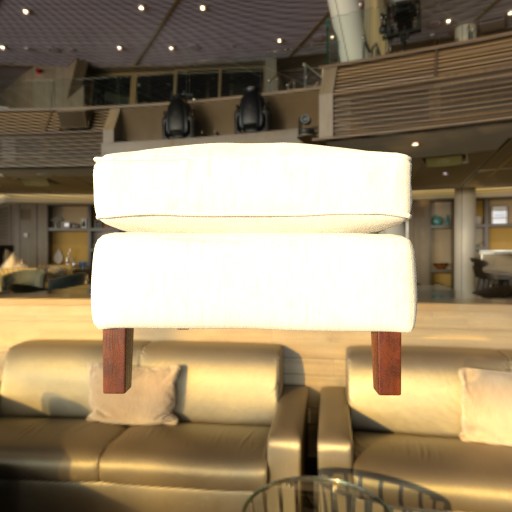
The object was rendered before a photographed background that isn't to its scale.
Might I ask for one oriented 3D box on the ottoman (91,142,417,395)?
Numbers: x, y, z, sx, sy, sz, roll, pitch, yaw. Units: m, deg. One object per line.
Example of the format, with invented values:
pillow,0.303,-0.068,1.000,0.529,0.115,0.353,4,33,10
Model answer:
ottoman,0.000,0.000,0.948,0.501,0.406,0.665,0,0,1
